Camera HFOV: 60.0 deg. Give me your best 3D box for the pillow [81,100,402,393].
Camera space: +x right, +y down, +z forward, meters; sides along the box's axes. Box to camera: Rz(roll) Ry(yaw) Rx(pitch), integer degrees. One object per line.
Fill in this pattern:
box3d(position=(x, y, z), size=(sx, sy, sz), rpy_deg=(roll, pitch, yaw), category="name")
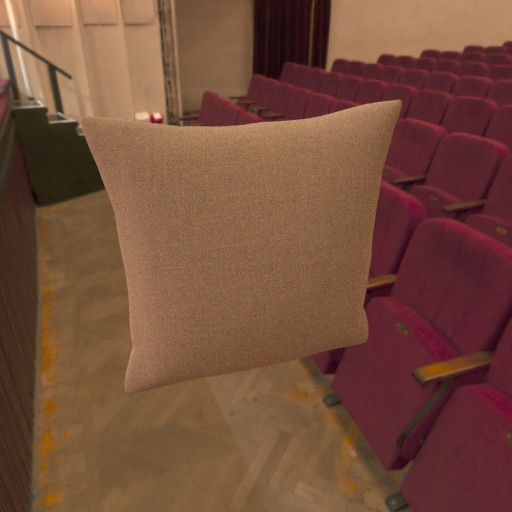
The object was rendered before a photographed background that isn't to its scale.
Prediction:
box3d(position=(0.000, 0.000, 0.784), size=(0.512, 0.506, 0.178), rpy_deg=(-8, 29, -16), category="pillow")
